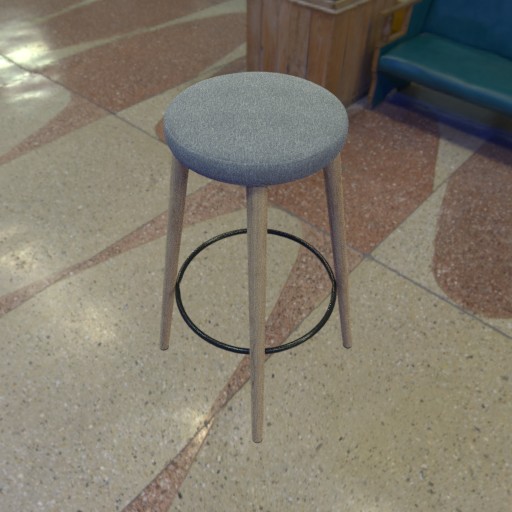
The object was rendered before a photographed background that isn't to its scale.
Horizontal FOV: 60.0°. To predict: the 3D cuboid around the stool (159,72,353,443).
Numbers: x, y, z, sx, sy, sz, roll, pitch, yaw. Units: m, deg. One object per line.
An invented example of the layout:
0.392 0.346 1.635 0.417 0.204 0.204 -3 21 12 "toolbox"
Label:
0.000 0.000 1.028 0.410 0.770 0.410 35 56 29 "stool"
